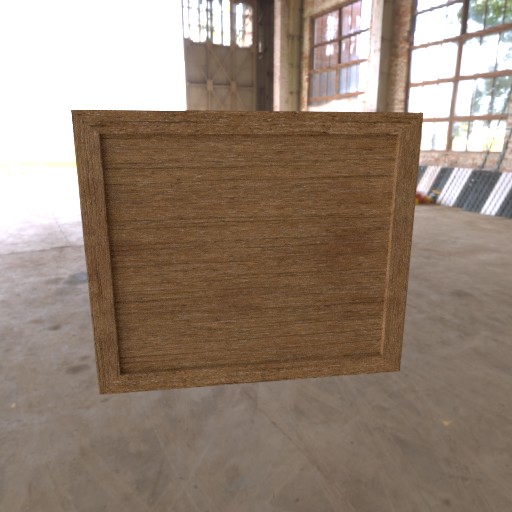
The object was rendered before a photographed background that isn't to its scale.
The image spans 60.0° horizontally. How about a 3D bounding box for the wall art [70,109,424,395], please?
[{"bbox_3d":[0.000,0.000,0.946,0.690,0.588,0.026,-2,15,-8],"label":"wall art"}]
